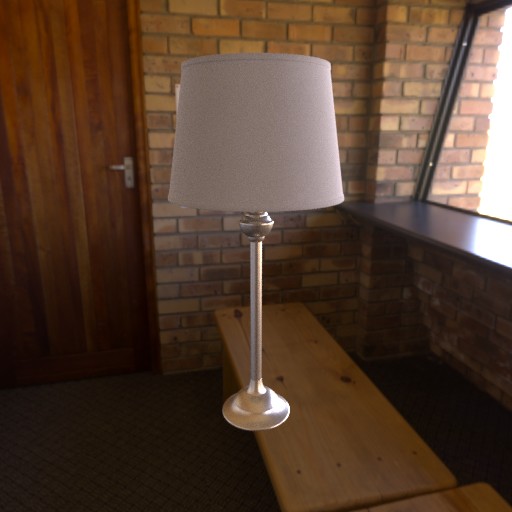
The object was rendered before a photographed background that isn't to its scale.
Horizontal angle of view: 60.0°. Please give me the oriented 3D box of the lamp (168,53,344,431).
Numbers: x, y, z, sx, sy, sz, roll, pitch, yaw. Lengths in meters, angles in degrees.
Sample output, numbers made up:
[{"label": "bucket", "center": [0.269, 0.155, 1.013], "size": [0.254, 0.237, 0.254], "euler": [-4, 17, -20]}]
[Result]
[{"label": "lamp", "center": [0.000, 0.000, 0.877], "size": [0.331, 0.698, 0.331], "euler": [0, 15, 0]}]
